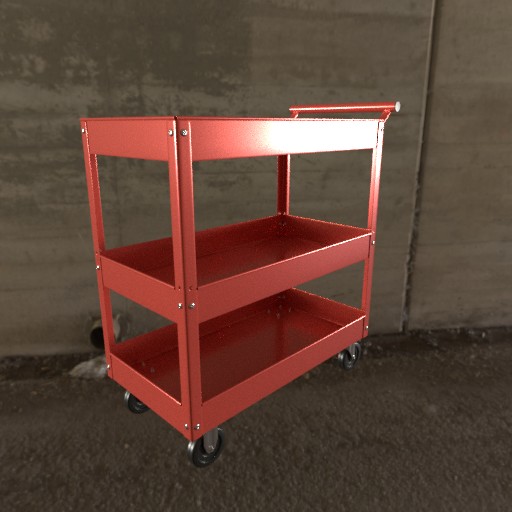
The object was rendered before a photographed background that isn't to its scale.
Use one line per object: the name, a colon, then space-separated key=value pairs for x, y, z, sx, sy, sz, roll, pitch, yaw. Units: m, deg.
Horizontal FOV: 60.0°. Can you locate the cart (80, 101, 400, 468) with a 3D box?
cart: x=0.000 y=0.000 z=1.165 sx=0.366 sy=0.780 sz=0.719 roll=16 pitch=23 yaw=43
